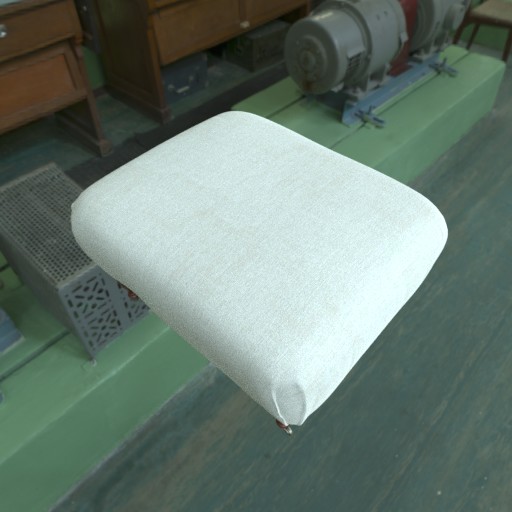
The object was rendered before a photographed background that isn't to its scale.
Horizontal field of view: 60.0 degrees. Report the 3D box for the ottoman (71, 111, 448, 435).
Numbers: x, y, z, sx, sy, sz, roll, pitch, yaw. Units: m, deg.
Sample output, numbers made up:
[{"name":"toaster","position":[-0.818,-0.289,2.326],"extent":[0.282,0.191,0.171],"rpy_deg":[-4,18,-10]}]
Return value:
[{"name":"ottoman","position":[0.000,0.000,1.152],"extent":[0.747,0.450,0.622],"rpy_deg":[33,56,27]}]
